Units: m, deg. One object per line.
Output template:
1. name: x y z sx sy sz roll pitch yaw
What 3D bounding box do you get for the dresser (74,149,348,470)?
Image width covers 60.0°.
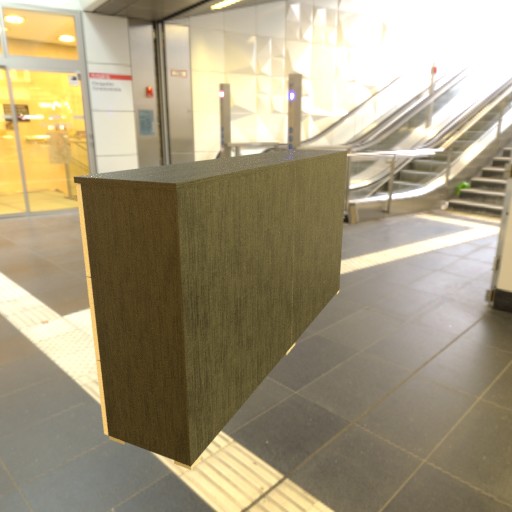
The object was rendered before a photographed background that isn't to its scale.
1. dresser: 0.000 0.000 1.845 0.333 0.790 1.535 8 18 24
